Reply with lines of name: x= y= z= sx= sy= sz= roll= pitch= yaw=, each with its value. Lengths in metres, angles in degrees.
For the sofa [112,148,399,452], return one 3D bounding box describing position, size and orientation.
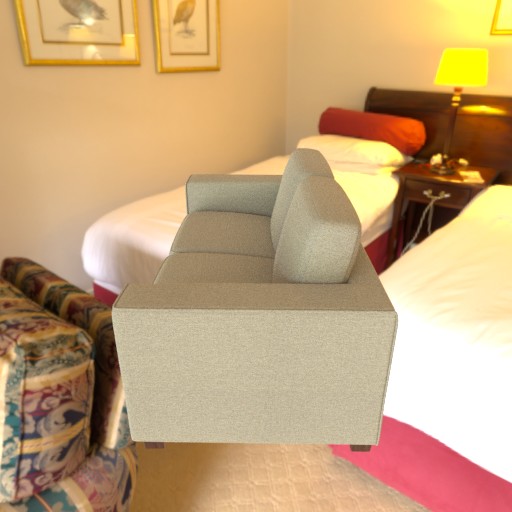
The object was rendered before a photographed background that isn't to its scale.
sofa: x=0.000 y=0.000 z=2.412 sx=1.007 sy=0.924 sz=1.812 roll=0 pitch=25 yaw=1
